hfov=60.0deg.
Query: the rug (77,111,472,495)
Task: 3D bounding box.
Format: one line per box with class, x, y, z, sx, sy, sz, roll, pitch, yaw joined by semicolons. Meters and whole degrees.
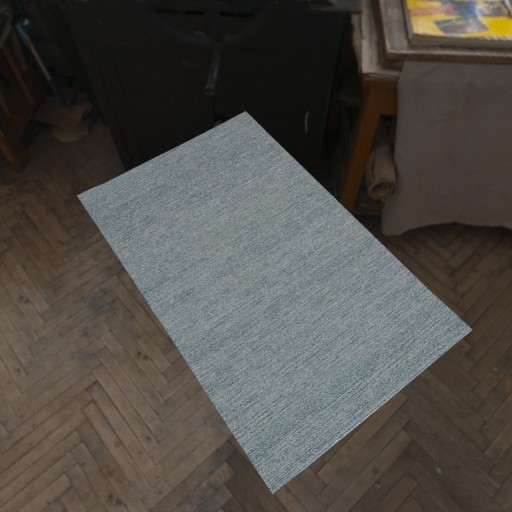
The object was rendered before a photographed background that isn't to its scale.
rug;0.000;0.000;2.288;1.174;0.022;1.853;-32;64;-18
